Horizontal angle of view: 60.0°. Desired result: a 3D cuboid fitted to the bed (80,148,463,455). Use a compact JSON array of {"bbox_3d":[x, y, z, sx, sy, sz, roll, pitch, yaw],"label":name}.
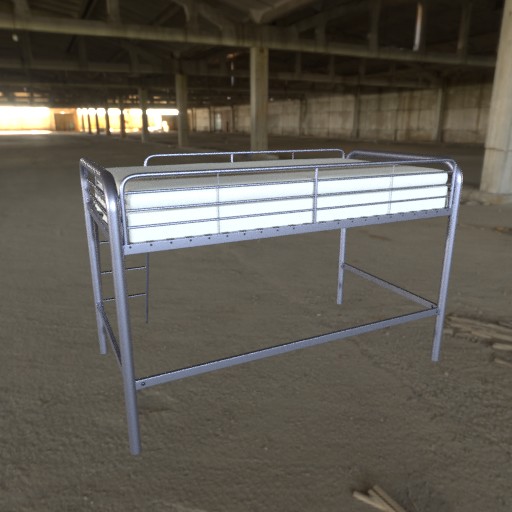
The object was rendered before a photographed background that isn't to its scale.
[{"bbox_3d":[0.000,0.000,2.876,1.965,1.288,1.415,-8,19,-25],"label":"bed"}]
